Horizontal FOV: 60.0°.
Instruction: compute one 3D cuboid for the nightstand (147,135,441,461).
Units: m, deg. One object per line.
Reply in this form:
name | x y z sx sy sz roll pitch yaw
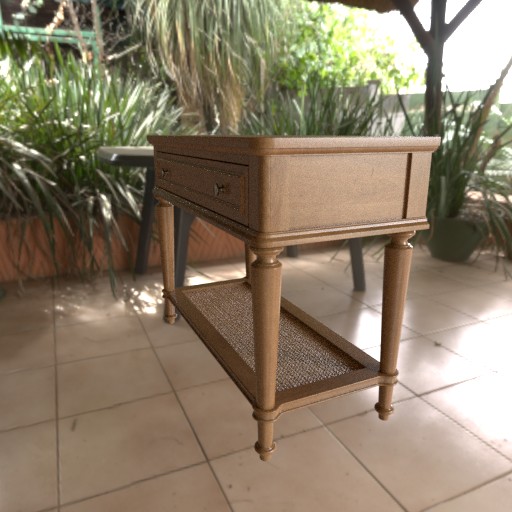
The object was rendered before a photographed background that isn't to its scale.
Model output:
nightstand | 0.000 0.000 1.338 0.432 0.700 0.914 -7 17 -24
